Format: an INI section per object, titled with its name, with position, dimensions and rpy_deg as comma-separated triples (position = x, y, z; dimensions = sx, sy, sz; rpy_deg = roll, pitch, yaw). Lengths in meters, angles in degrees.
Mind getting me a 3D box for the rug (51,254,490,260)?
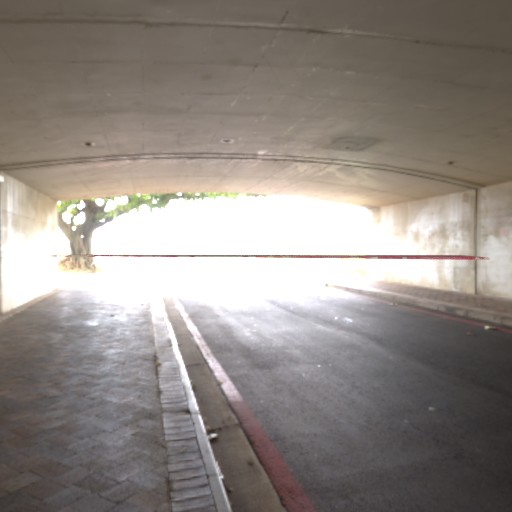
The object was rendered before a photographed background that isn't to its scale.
[rug]
position = 0.000, 0.000, 2.729
dimensions = 2.458, 0.011, 0.787
rpy_deg = 0, 1, 18
